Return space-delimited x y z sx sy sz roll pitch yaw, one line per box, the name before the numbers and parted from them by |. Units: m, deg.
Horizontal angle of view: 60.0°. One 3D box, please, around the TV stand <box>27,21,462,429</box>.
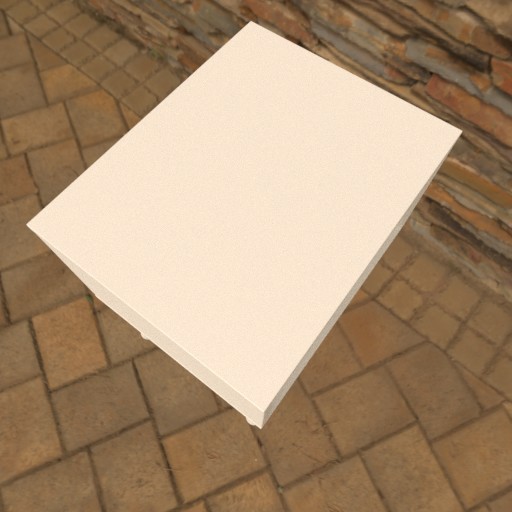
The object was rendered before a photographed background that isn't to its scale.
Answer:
TV stand | 0.000 0.000 0.894 0.405 0.559 0.508 34 70 15
